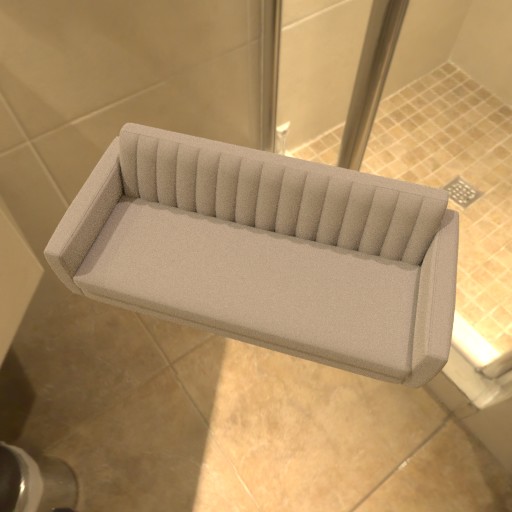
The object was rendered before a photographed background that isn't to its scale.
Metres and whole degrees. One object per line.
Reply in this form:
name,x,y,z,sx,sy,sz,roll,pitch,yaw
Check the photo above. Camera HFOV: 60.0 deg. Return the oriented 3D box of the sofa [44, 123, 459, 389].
sofa,0.000,0.000,2.742,2.291,0.821,0.990,14,60,8
